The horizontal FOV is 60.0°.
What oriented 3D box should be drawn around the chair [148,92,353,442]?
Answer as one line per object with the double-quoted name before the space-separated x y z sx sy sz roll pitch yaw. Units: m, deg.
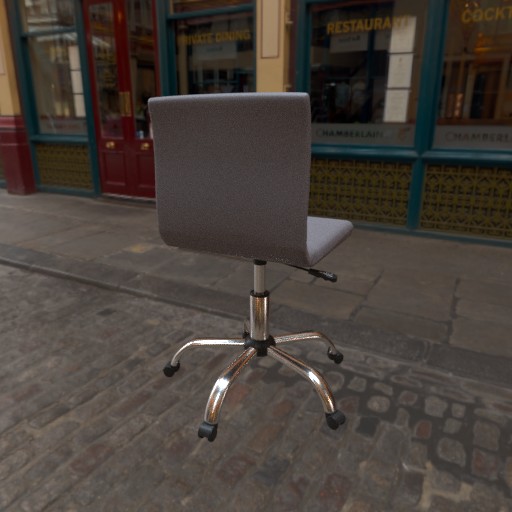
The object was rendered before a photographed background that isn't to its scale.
"chair" 0.000 0.000 1.155 0.556 0.780 0.530 9 19 27
